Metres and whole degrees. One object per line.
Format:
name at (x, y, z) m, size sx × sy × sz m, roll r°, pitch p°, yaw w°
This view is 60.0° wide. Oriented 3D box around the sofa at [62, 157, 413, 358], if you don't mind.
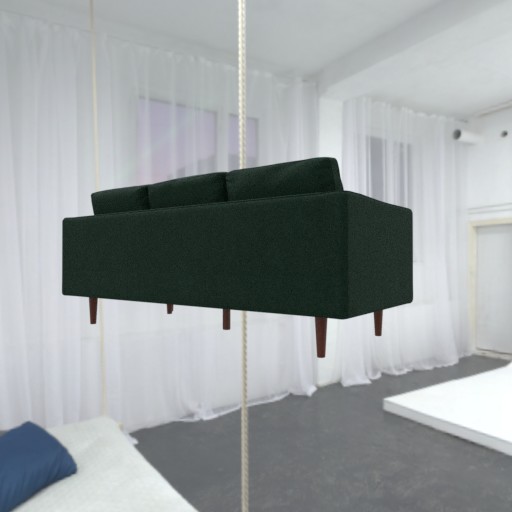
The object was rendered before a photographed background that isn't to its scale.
sofa at (0.000, 0.000, 2.943) m, size 2.030 × 0.899 × 1.580 m, roll 0°, pitch -1°, yaw 36°
